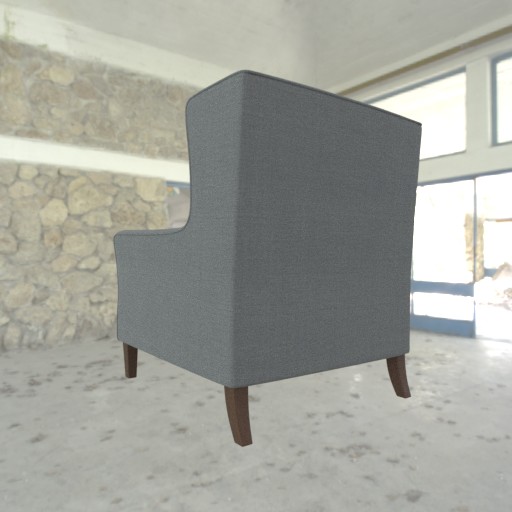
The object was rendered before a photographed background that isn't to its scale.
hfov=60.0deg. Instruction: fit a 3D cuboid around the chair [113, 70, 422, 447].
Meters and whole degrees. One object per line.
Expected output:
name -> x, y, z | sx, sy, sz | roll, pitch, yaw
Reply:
chair -> 0.000, 0.000, 1.810 | 0.866, 1.056, 1.040 | 0, -1, -36
